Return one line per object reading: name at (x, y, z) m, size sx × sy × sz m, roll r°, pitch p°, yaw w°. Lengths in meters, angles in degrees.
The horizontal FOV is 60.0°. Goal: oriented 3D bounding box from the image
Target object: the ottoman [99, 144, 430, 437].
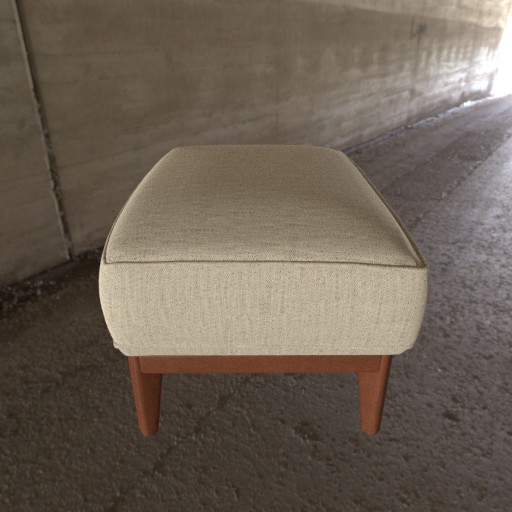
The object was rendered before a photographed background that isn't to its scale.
ottoman at (0.000, 0.000, 1.138) m, size 0.594 × 0.465 × 0.794 m, roll 0°, pitch 27°, yaw 0°
